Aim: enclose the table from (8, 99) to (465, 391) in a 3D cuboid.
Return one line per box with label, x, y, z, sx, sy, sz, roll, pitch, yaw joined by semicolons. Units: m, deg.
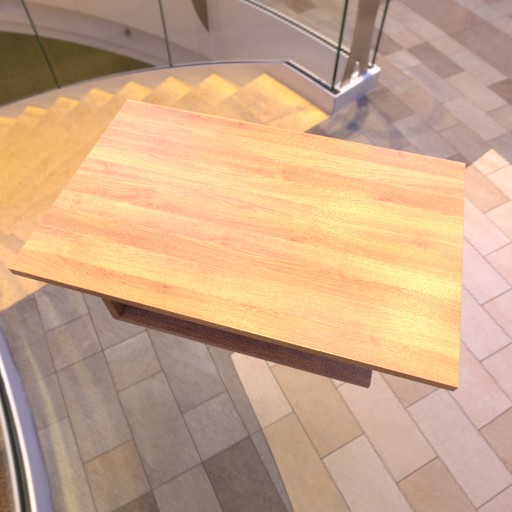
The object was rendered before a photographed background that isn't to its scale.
table;0.000;0.000;1.401;1.100;0.442;0.700;13;57;9
